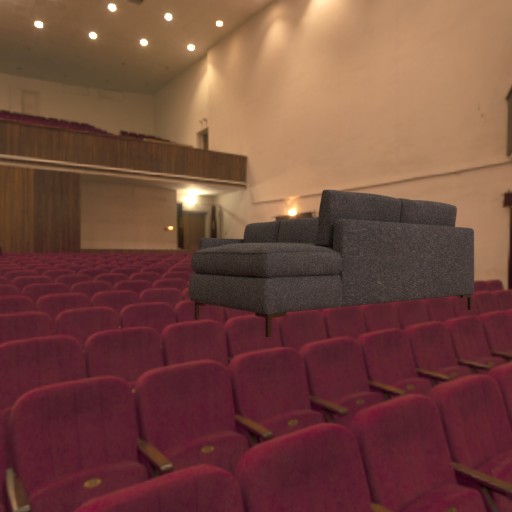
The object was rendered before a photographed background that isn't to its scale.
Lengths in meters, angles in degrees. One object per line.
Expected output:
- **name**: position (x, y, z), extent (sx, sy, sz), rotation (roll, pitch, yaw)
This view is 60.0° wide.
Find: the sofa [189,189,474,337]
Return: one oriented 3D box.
- **sofa**: position (0.000, 0.000, 3.933), extent (2.007, 0.815, 2.949), rotation (0, 0, -36)
